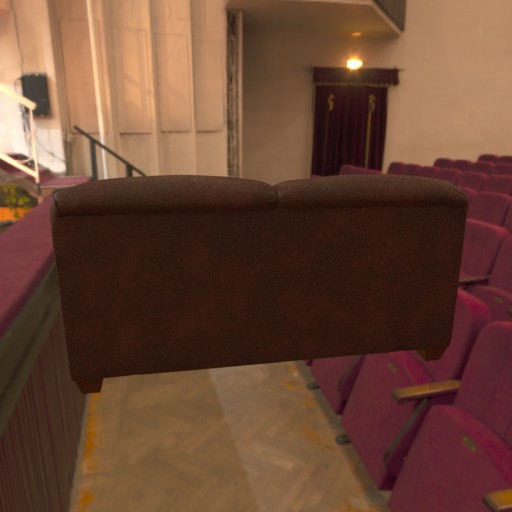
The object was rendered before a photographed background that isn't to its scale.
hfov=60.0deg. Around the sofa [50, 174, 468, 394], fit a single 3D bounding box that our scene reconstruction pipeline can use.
[{"bbox_3d":[0.000,0.000,2.443,1.856,0.966,1.000,-3,16,-10],"label":"sofa"}]
